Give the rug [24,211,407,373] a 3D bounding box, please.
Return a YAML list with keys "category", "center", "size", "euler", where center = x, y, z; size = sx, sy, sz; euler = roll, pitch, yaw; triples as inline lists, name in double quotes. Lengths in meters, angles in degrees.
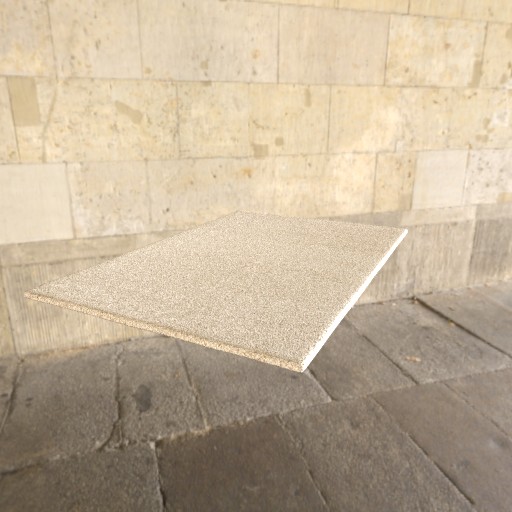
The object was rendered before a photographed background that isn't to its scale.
- category: "rug"
  center: [0.000, 0.000, 2.287]
  size: [1.219, 0.030, 1.778]
  euler: [9, 20, 26]
